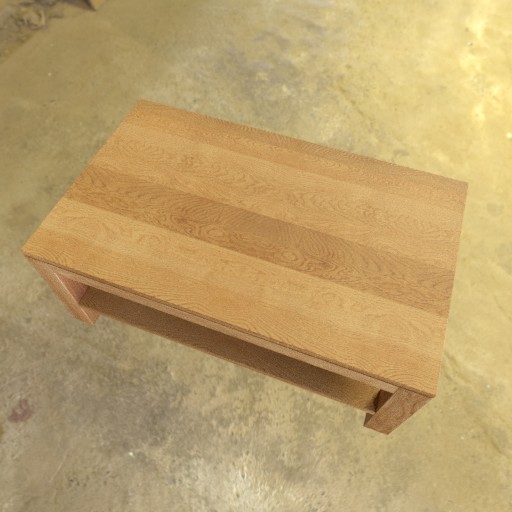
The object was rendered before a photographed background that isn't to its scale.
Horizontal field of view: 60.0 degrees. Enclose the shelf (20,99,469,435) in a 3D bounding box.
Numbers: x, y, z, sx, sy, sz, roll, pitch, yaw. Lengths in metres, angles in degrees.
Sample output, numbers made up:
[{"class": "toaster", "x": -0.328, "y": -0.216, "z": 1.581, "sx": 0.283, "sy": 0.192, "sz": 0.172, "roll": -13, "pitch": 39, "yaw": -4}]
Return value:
[{"class": "shelf", "x": 0.000, "y": 0.000, "z": 1.497, "sx": 1.150, "sy": 0.450, "sz": 0.700, "roll": 17, "pitch": 59, "yaw": 11}]
